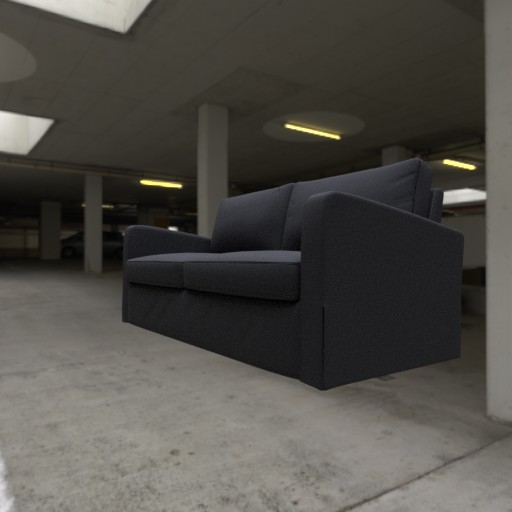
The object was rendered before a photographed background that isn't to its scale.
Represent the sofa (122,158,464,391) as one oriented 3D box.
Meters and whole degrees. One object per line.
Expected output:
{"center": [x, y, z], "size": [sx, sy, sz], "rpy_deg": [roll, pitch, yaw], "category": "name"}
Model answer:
{"center": [0.000, 0.000, 2.341], "size": [0.898, 0.839, 1.852], "rpy_deg": [0, 0, -35], "category": "sofa"}
